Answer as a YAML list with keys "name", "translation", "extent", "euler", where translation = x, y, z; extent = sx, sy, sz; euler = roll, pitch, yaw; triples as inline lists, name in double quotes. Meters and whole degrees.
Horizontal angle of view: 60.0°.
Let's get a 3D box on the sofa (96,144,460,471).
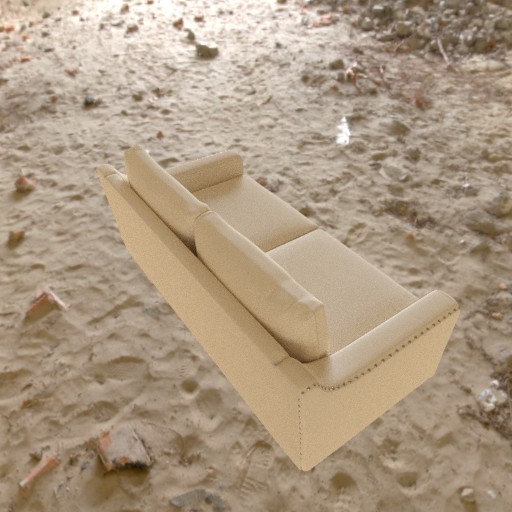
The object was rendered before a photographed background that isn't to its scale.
- name: "sofa"
  translation: [0.000, 0.000, 2.329]
  extent: [0.949, 0.830, 1.812]
  euler: [-25, 46, -27]
